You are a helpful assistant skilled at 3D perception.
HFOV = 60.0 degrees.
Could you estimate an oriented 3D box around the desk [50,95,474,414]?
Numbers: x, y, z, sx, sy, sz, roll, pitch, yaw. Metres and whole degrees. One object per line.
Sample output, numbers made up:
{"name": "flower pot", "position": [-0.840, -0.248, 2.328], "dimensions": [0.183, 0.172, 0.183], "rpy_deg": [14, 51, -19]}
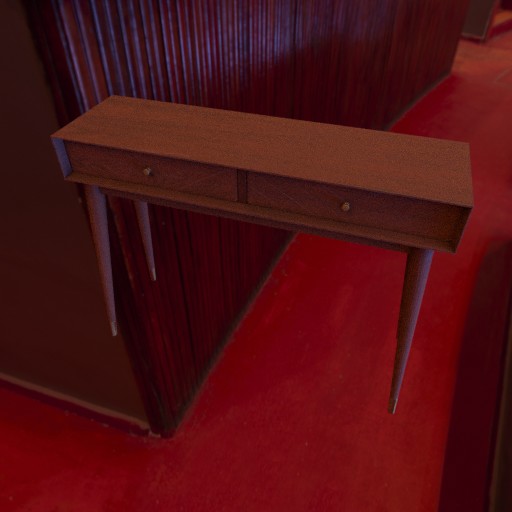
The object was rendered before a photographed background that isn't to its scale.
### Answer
{"name": "desk", "position": [0.000, 0.000, 1.619], "dimensions": [1.204, 0.917, 0.384], "rpy_deg": [12, 42, 14]}
